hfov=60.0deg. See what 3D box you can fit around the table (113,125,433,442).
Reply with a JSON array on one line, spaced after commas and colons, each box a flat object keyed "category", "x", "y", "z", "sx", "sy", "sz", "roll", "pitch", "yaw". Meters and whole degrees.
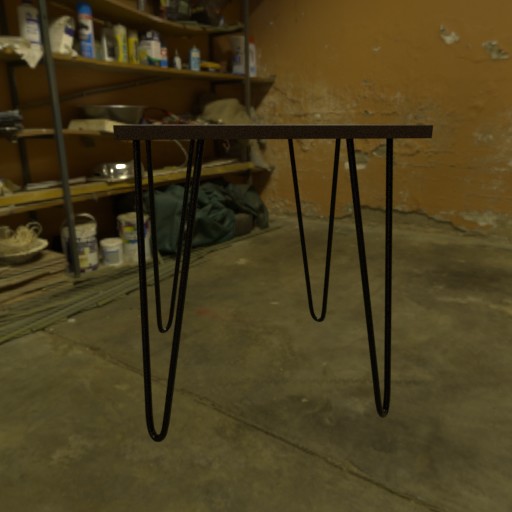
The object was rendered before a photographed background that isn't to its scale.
[{"category": "table", "x": 0.000, "y": 0.000, "z": 0.985, "sx": 0.495, "sy": 0.559, "sz": 0.495, "roll": -3, "pitch": 17, "yaw": -9}]
